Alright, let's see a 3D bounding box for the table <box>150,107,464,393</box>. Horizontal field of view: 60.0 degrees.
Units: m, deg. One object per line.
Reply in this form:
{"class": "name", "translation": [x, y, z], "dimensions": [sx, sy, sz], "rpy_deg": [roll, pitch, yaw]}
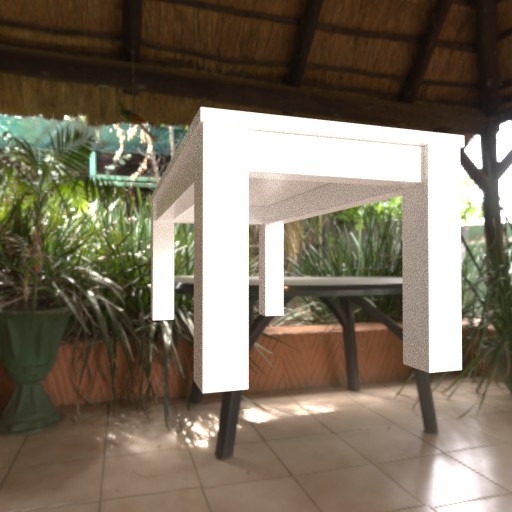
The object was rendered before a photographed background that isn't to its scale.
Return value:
{"class": "table", "translation": [0.000, 0.000, 2.207], "dimensions": [0.900, 0.790, 1.800], "rpy_deg": [0, -1, -18]}
